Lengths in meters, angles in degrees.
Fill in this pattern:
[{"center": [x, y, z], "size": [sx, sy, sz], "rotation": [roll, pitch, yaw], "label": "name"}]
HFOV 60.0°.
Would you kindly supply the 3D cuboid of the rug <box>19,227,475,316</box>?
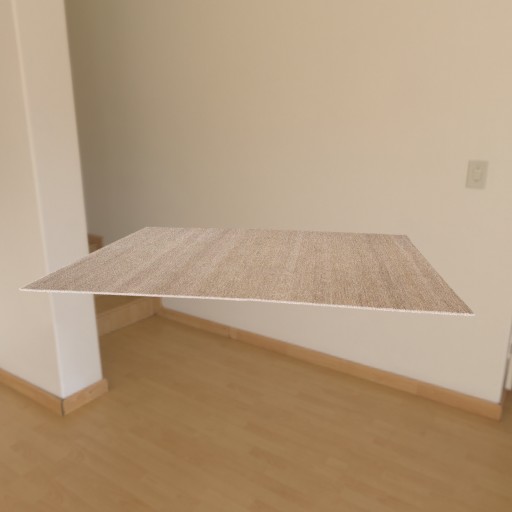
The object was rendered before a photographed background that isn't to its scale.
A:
[{"center": [0.000, 0.000, 4.271], "size": [3.245, 0.046, 2.467], "rotation": [2, 15, 9], "label": "rug"}]
